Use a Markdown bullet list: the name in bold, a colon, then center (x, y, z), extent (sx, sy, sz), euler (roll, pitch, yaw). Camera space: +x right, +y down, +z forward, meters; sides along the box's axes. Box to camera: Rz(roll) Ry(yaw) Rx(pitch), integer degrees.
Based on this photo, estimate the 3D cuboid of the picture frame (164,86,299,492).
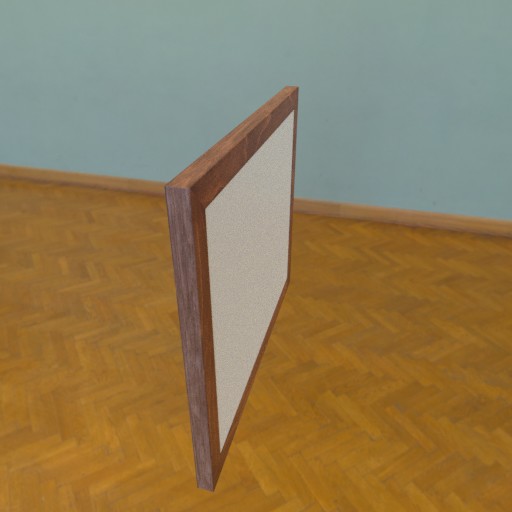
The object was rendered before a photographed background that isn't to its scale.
- **picture frame**: center (0.000, 0.000, 0.750), extent (0.025, 0.457, 0.559), euler (8, 31, 13)
